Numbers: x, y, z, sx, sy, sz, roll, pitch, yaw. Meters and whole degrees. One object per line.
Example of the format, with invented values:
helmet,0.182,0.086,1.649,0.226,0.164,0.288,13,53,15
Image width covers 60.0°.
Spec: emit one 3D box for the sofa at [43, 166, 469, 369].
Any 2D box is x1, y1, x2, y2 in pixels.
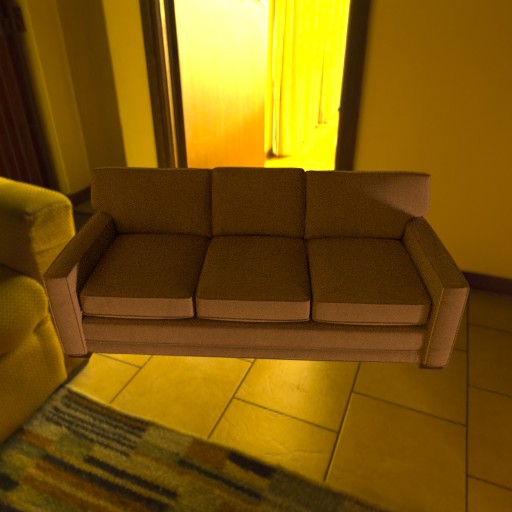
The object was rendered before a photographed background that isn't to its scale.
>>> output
sofa,0.000,0.000,2.596,2.093,0.862,0.936,1,30,2
